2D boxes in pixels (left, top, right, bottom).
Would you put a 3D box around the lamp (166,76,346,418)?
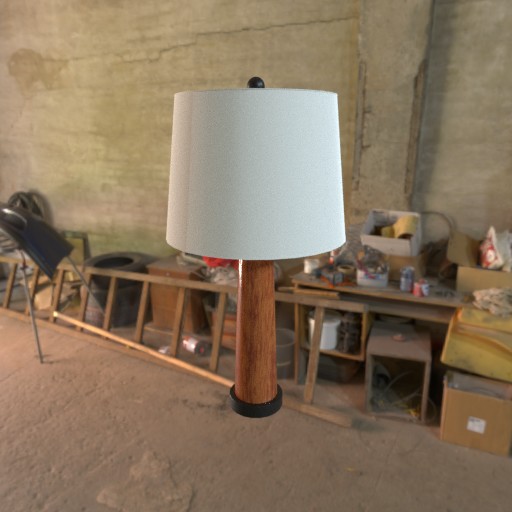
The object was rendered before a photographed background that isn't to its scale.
[{"bbox_3d":[0.000,0.000,0.884,0.349,0.667,0.349,0,16,0],"label":"lamp"}]
